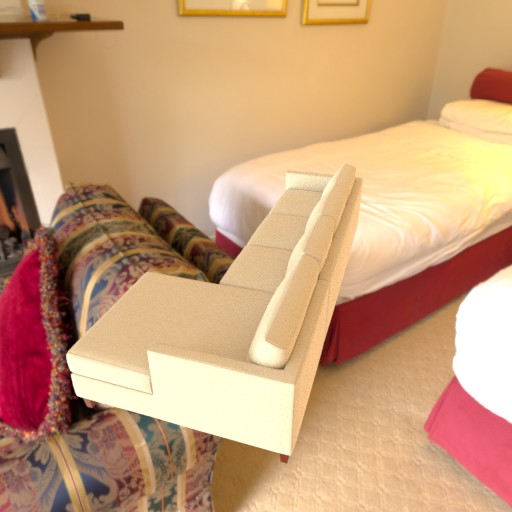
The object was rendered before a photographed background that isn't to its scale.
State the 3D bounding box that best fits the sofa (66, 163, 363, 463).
[{"bbox_3d":[0.000,0.000,4.186,1.599,0.954,3.471,9,31,15],"label":"sofa"}]
